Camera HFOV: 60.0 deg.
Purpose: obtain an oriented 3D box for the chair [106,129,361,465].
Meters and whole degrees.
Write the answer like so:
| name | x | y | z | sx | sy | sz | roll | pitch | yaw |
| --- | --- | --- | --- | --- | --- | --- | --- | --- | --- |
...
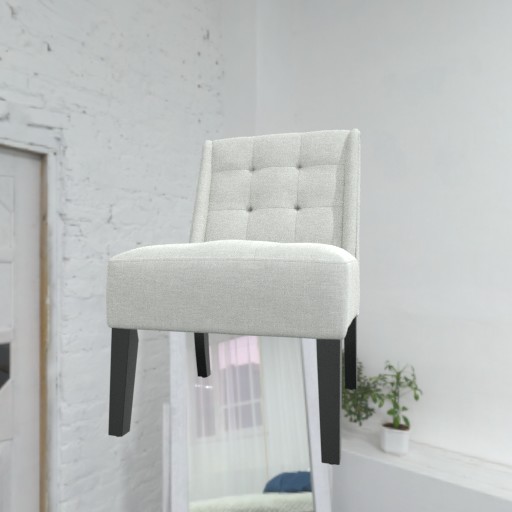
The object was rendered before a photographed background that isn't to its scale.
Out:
| name | x | y | z | sx | sy | sz | roll | pitch | yaw |
| --- | --- | --- | --- | --- | --- | --- | --- | --- | --- |
| chair | 0.000 | 0.000 | 1.280 | 0.569 | 0.853 | 0.676 | 0 | 0 | 16 |
